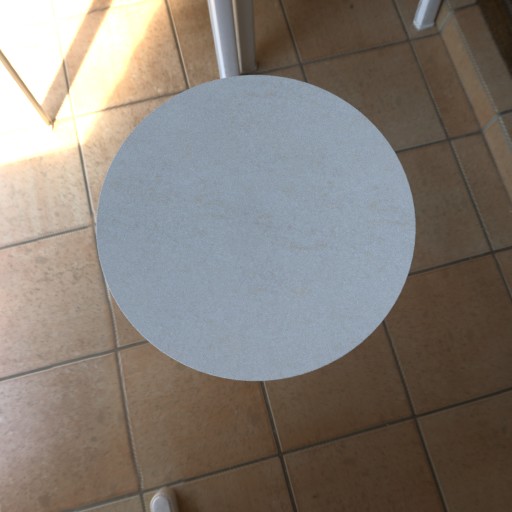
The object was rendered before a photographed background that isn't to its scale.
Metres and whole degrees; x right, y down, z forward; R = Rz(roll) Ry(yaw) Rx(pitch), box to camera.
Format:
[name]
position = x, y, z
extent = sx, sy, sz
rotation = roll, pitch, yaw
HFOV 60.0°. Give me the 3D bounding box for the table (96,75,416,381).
[table]
position = 0.000, 0.000, 0.968
extent = 0.500, 0.564, 0.500
rotation = 0, 77, 0
